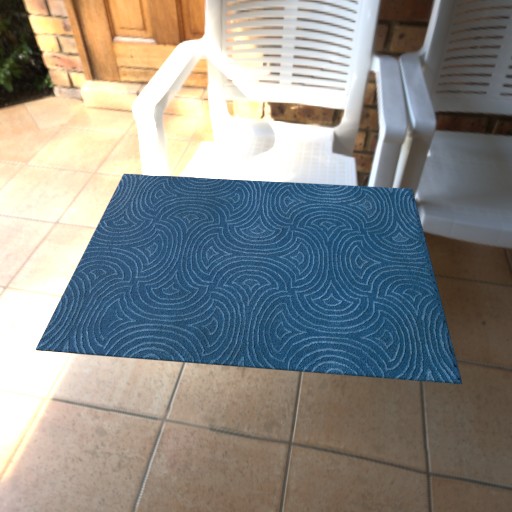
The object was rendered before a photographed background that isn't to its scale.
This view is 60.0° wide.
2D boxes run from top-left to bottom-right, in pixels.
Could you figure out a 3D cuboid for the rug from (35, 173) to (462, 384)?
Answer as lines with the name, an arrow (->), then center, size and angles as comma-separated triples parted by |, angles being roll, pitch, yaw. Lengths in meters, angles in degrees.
rug -> 0.000, 0.000, 2.746 | 2.144, 0.015, 1.543 | 4, 46, 4
